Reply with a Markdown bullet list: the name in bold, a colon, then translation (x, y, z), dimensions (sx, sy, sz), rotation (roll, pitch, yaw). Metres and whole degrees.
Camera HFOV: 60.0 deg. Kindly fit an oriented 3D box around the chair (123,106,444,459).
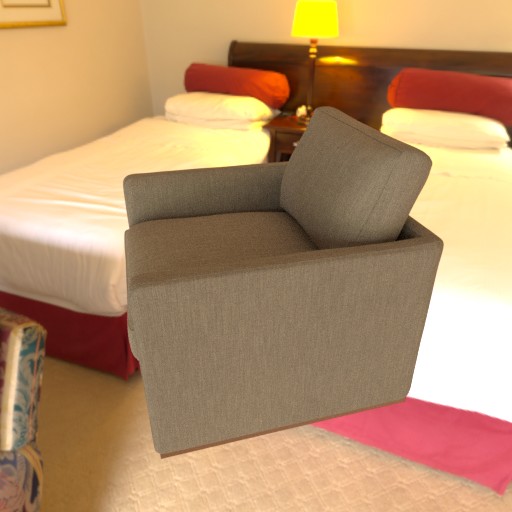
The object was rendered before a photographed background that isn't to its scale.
- **chair**: translation (0.000, 0.000, 1.449), dimensions (0.834, 0.811, 0.763), rotation (-8, 31, -13)
